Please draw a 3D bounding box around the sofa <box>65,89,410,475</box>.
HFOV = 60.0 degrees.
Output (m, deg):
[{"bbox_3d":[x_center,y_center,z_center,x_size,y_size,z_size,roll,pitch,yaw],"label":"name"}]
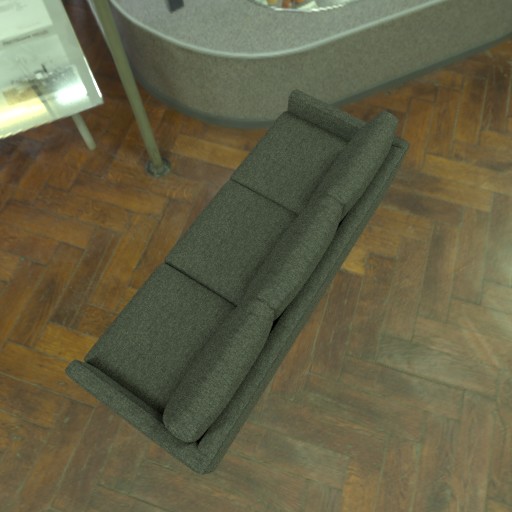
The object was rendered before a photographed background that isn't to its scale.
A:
[{"bbox_3d":[0.000,0.000,2.634,0.876,0.879,2.253,30,69,13],"label":"sofa"}]
